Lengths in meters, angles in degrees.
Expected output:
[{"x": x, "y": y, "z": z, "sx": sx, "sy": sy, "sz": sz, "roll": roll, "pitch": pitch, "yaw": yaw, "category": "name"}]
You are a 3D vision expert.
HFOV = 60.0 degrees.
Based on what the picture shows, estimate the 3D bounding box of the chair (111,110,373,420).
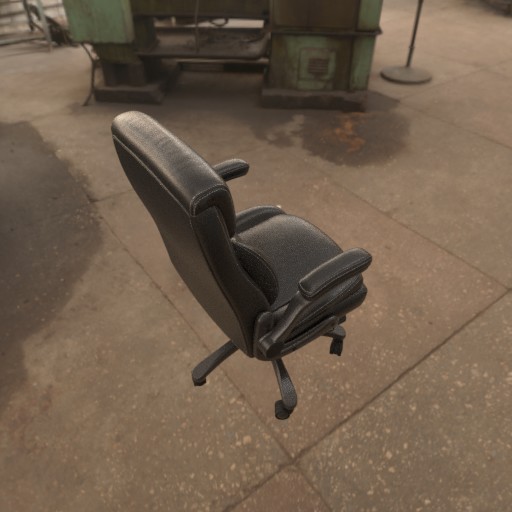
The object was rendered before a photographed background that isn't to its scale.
[{"x": 0.000, "y": 0.000, "z": 1.652, "sx": 0.724, "sy": 1.110, "sz": 0.782, "roll": -24, "pitch": 46, "yaw": -25, "category": "chair"}]
